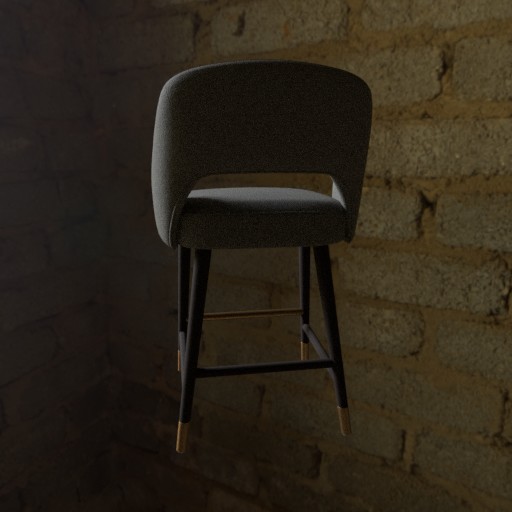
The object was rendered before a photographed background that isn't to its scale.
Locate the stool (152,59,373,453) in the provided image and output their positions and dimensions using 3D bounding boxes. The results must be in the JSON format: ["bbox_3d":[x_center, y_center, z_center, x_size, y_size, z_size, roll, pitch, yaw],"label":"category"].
[{"bbox_3d":[0.000,0.000,1.226,0.536,0.925,0.524,-2,14,-9],"label":"stool"}]
